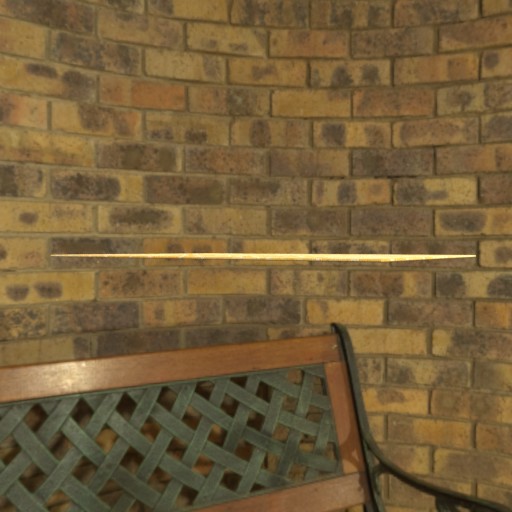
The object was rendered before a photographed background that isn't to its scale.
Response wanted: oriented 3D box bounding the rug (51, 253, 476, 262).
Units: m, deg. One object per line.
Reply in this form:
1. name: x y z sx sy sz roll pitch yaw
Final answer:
1. rug: 0.000 0.000 2.280 1.829 0.010 1.213 1 1 37
